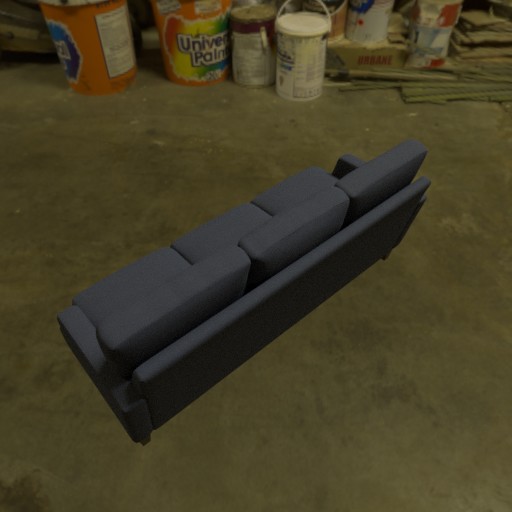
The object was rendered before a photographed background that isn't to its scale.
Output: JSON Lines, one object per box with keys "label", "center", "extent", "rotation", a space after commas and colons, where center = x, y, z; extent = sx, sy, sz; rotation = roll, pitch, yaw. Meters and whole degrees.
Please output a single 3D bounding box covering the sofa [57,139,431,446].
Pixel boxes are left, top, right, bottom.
{"label": "sofa", "center": [0.000, 0.000, 2.545], "extent": [2.115, 0.984, 0.888], "rotation": [-32, 54, -28]}
